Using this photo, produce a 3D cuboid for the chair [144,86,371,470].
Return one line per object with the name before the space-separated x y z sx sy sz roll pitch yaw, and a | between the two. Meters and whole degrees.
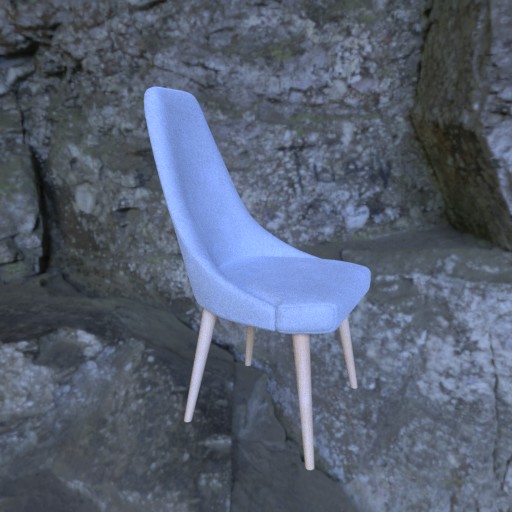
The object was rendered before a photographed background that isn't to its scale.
chair | 0.000 0.000 1.420 0.660 1.040 0.510 7 16 26
